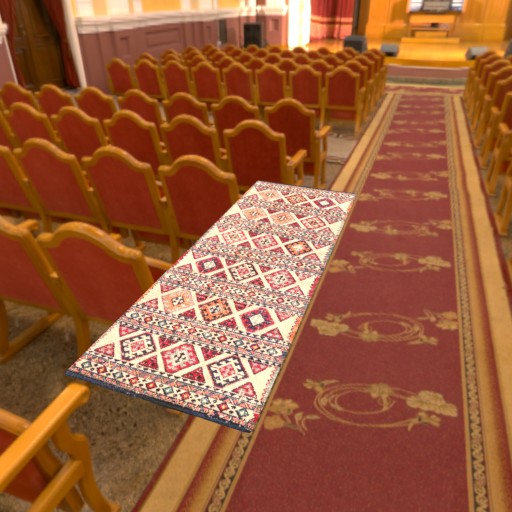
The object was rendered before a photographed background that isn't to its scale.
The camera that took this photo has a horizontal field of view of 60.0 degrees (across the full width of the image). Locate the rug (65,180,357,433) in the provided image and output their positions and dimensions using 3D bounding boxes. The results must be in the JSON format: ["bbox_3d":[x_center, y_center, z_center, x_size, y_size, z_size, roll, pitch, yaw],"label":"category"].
[{"bbox_3d":[0.000,0.000,2.661,0.832,0.008,2.362,11,32,17],"label":"rug"}]
